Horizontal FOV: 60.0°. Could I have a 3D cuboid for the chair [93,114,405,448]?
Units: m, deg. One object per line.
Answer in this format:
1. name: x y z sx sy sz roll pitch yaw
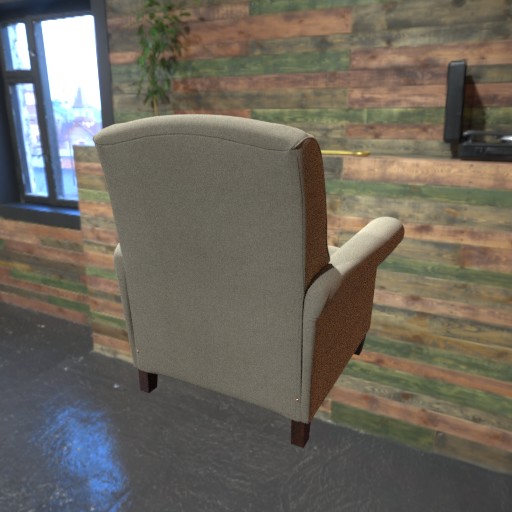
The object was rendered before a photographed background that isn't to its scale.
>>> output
1. chair: 0.000 0.000 1.764 0.978 1.061 0.905 9 19 27
